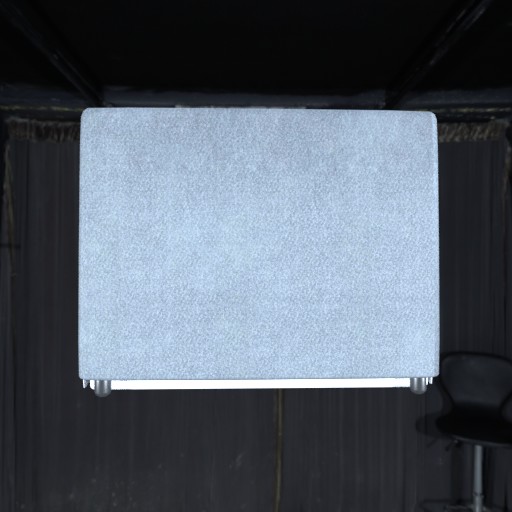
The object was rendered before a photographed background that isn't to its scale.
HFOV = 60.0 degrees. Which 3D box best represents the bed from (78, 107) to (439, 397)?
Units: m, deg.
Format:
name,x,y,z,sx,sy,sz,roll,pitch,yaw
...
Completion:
name,x,y,z,sx,sy,sz,roll,pitch,yaw
bed,0.000,0.000,3.069,1.713,1.330,2.142,0,-1,-2
